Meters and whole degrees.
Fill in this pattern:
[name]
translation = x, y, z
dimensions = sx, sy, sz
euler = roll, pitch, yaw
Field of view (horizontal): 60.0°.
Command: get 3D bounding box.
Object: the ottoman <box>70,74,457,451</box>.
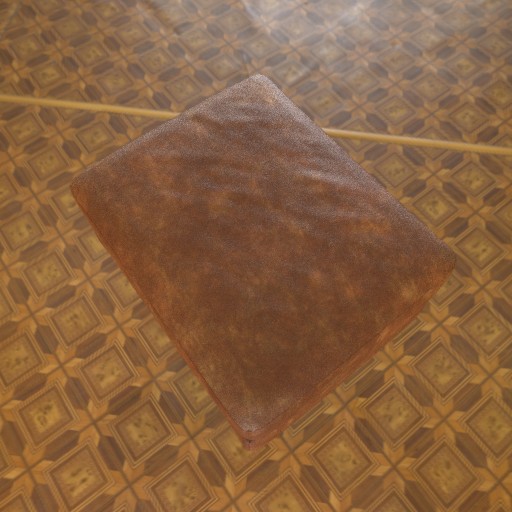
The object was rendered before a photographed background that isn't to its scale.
[ottoman]
translation = 0.000, 0.000, 1.156
dimensions = 0.603, 0.476, 0.751
euler = -35, 70, -15
